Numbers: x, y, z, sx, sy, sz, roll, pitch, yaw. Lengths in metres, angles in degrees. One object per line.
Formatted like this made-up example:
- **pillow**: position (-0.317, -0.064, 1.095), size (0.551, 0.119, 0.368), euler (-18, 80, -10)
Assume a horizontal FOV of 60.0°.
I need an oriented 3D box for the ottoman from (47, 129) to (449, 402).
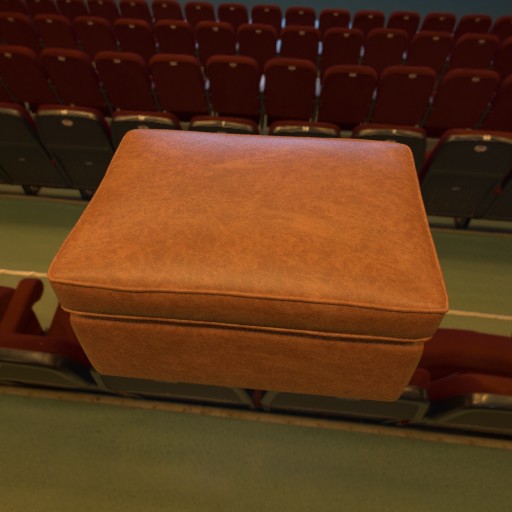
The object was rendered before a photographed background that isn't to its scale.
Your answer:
- **ottoman**: position (0.000, 0.000, 1.109), size (0.756, 0.468, 0.554), euler (4, 46, 4)
